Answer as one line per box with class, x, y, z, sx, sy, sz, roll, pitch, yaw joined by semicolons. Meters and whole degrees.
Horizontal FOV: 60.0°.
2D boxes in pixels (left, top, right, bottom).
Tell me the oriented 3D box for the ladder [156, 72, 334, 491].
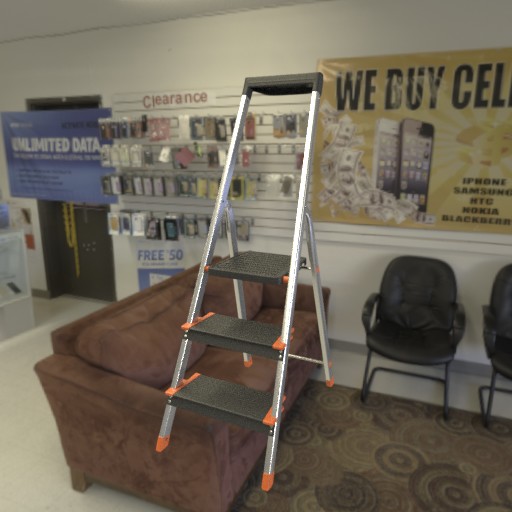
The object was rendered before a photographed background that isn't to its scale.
ladder;0.000;0.000;1.539;0.416;1.229;0.686;7;16;25
